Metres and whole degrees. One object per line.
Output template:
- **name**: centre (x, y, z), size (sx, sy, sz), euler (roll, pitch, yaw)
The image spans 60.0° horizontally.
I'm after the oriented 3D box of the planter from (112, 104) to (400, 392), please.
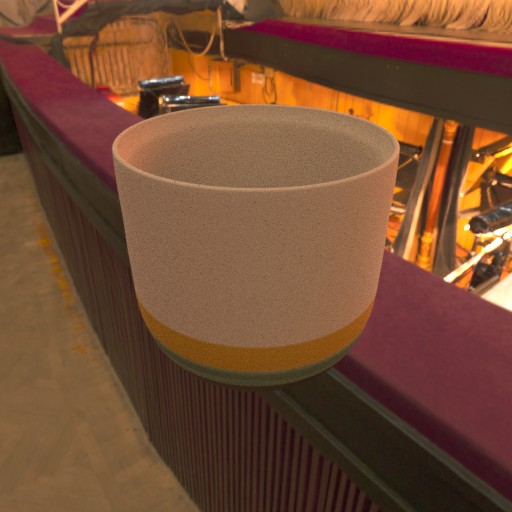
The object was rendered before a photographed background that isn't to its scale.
- **planter**: centre (0.000, 0.000, 0.494), size (0.268, 0.270, 0.268), euler (0, 31, 0)
